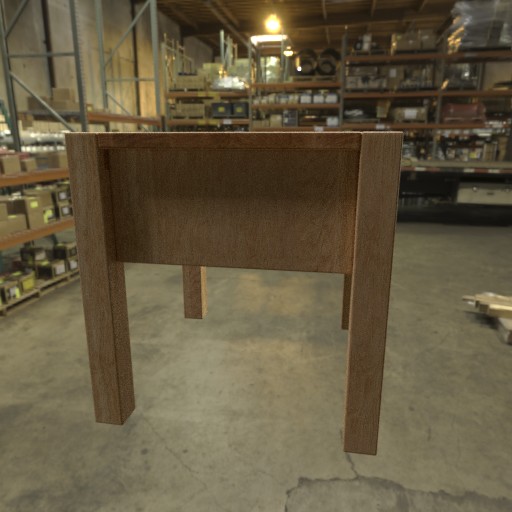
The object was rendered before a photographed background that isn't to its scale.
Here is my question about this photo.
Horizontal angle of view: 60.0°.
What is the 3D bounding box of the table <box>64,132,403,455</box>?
[{"bbox_3d":[0.000,0.000,0.845,0.440,0.450,0.480,3,15,10],"label":"table"}]
